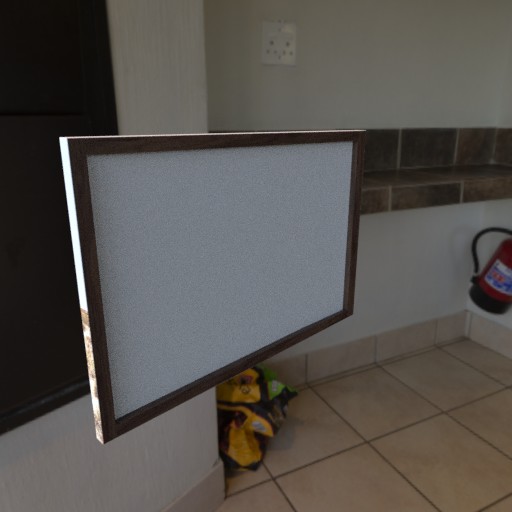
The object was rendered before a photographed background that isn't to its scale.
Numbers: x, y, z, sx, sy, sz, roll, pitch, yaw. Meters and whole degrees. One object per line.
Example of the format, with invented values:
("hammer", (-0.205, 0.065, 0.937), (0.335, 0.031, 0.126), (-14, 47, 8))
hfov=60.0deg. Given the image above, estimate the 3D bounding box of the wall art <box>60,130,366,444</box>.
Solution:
("wall art", (0.000, 0.000, 1.897), (1.520, 1.016, 0.051), (-16, 23, -42))
